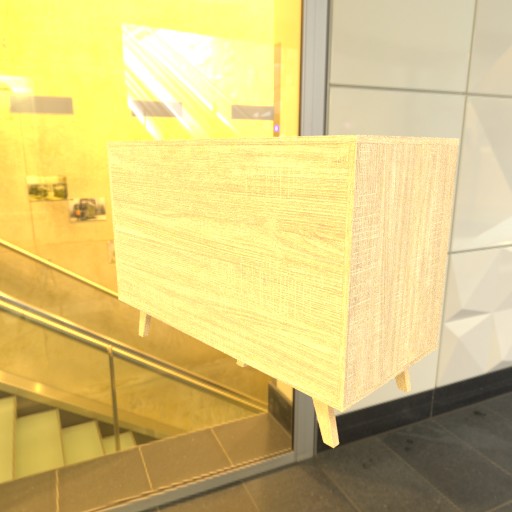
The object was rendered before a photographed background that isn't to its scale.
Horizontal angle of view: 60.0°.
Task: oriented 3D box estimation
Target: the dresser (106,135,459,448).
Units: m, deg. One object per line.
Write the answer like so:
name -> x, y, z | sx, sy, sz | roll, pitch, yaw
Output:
dresser -> 0.000, 0.000, 1.543 | 0.500, 0.780, 1.110 | -13, 19, -42
